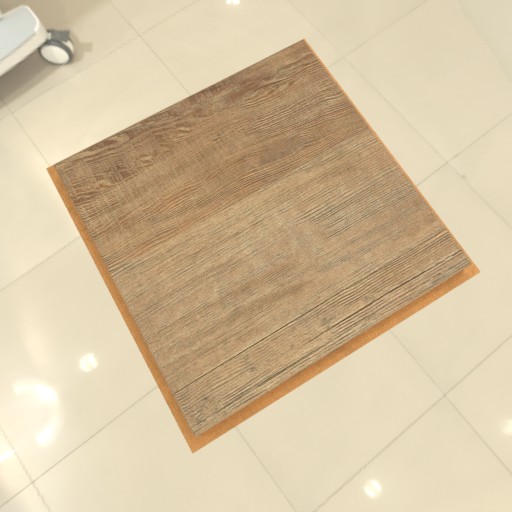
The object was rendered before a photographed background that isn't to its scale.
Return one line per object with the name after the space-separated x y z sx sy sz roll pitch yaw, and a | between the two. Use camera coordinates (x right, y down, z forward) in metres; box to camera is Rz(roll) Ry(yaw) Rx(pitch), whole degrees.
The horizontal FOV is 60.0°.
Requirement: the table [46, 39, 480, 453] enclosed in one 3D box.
0.000 0.000 1.090 0.599 0.584 0.599 -30 76 -8 | table
